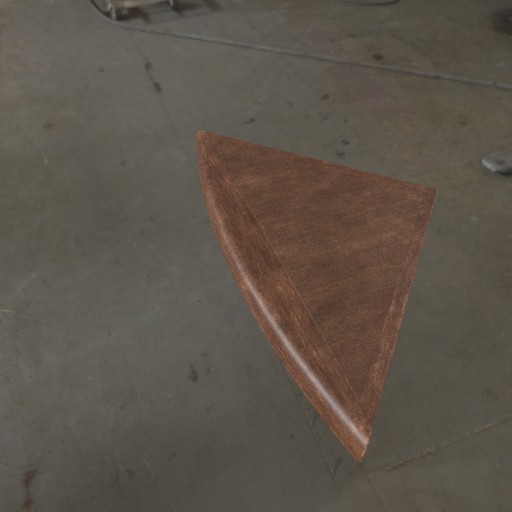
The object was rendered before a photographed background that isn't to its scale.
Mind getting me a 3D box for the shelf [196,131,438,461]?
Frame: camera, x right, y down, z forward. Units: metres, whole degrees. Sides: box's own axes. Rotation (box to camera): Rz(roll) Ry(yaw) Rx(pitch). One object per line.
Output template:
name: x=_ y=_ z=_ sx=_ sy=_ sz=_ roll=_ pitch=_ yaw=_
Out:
shelf: x=0.000 y=0.000 z=0.462 sx=0.310 sy=0.050 sz=0.310 roll=18 pitch=50 yaw=16
